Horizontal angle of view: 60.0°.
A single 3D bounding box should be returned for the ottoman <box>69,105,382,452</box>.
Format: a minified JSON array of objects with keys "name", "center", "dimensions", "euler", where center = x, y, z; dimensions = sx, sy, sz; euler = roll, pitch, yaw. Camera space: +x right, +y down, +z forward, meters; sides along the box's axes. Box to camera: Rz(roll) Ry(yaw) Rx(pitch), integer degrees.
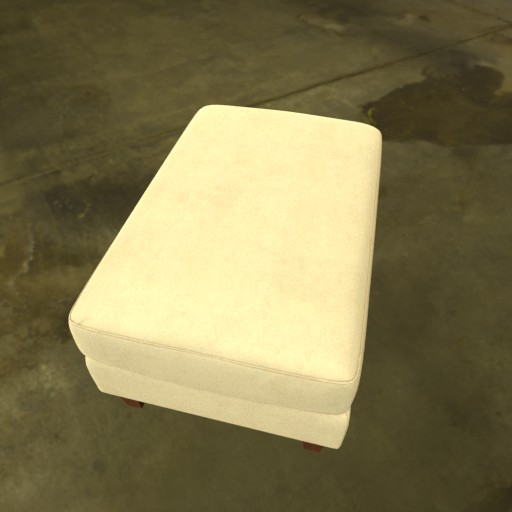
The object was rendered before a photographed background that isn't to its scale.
[{"name":"ottoman","center":[0.000,0.000,1.205],"dimensions":[0.584,0.483,0.864],"euler":[10,49,9]}]
